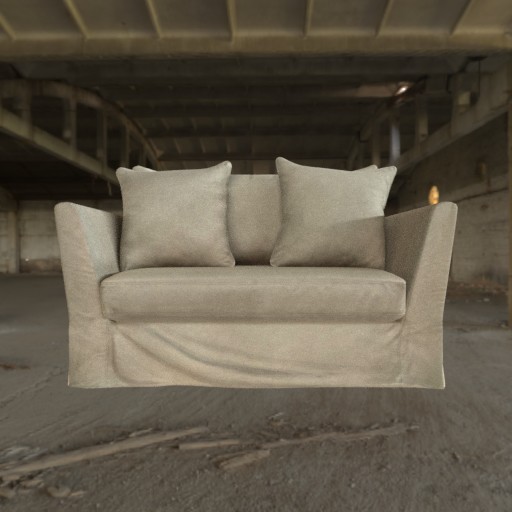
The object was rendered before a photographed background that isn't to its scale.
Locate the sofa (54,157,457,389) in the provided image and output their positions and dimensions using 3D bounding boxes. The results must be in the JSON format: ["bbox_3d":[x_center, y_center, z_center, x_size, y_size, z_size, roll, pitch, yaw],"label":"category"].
[{"bbox_3d":[0.000,0.000,2.239,1.608,1.040,1.035,0,1,0],"label":"sofa"}]
